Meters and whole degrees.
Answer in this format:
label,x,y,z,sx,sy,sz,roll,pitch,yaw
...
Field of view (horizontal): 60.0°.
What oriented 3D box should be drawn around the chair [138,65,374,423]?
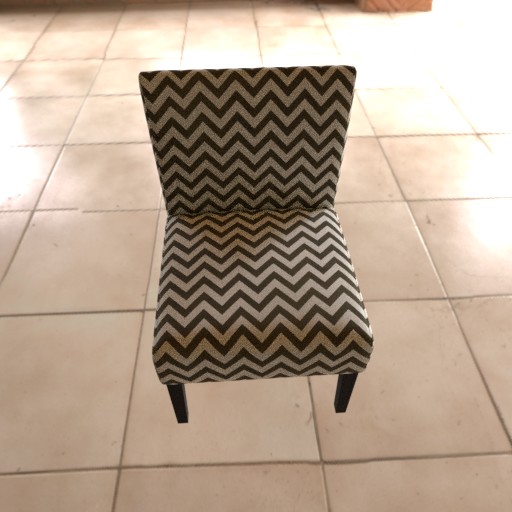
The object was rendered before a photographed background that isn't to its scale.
label,x,y,z,sx,sy,sz,roll,pitch,yaw
chair,0.000,0.000,1.284,0.589,0.838,0.648,-3,46,-3
